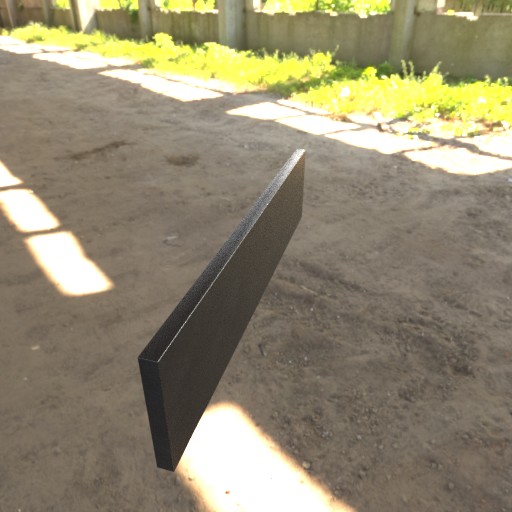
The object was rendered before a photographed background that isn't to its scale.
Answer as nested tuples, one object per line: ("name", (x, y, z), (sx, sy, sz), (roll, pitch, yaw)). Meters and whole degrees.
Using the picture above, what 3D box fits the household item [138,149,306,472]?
("household item", (0.000, 0.000, 1.064), (0.030, 0.236, 1.001), (9, 31, 14))
